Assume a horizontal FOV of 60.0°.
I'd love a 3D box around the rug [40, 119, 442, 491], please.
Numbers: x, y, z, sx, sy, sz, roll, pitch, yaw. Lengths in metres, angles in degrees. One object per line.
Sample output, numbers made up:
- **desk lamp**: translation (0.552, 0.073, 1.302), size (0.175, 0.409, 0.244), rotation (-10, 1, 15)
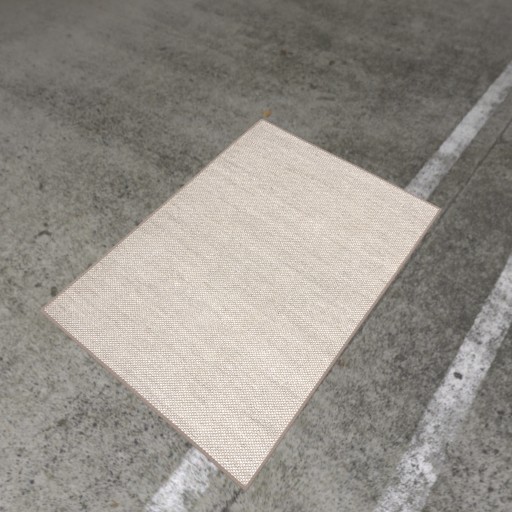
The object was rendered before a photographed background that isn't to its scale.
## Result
- **rug**: translation (0.000, 0.000, 2.748), size (1.517, 0.013, 2.115), rotation (33, 62, 20)
